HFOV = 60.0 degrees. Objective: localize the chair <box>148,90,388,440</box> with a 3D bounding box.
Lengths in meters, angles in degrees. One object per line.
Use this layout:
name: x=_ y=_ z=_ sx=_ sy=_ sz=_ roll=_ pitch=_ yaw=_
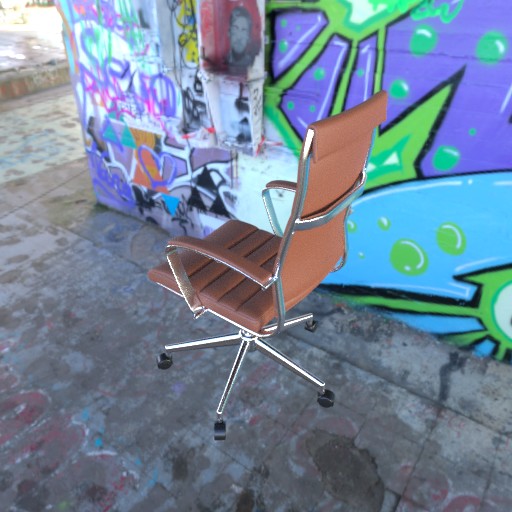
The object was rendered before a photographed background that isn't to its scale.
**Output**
chair: x=0.000 y=0.000 z=1.604 sx=0.739 sy=1.149 sz=0.766 roll=21 pitch=38 yaw=29
